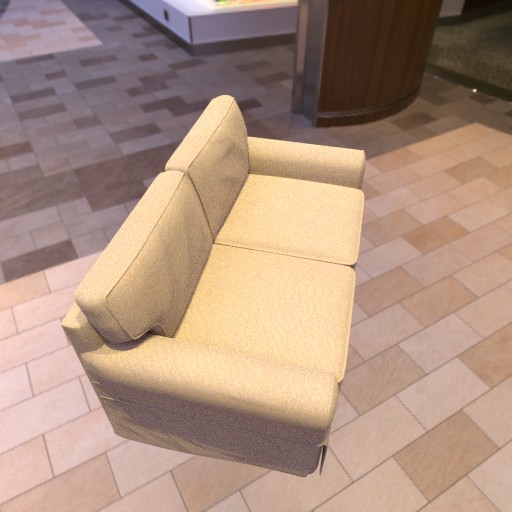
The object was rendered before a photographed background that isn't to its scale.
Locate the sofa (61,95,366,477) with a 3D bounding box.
[{"bbox_3d":[0.000,0.000,2.220,0.991,0.940,1.727,10,45,10],"label":"sofa"}]
